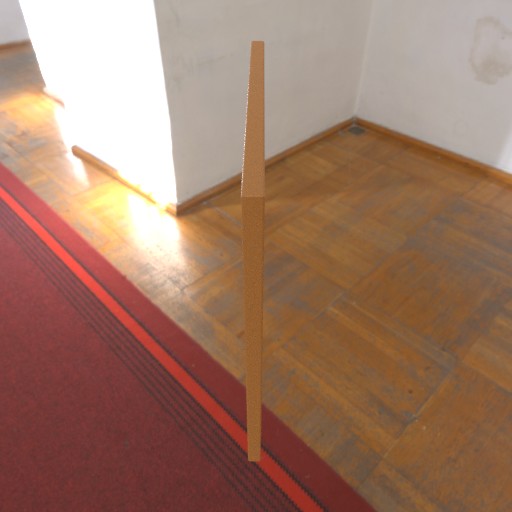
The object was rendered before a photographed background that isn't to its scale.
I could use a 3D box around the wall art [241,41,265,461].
[{"bbox_3d":[0.000,0.000,0.752,0.022,0.553,0.452,0,42,1],"label":"wall art"}]
